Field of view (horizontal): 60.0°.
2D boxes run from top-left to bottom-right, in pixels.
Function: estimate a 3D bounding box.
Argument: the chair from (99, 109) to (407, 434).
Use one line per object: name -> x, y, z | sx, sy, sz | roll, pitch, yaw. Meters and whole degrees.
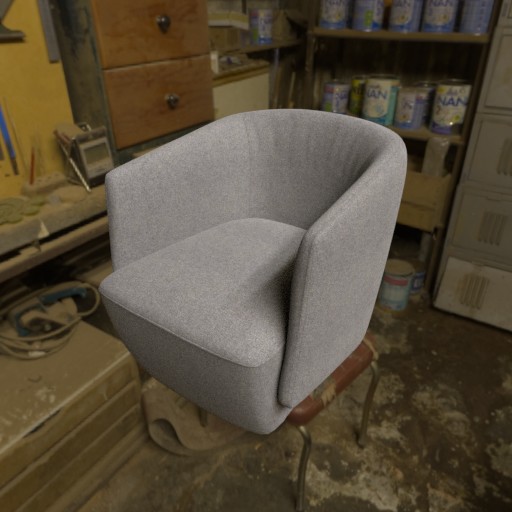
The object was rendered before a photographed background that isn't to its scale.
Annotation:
chair -> 0.000, 0.000, 1.609 | 0.822, 0.861, 0.986 | 19, 35, 30
